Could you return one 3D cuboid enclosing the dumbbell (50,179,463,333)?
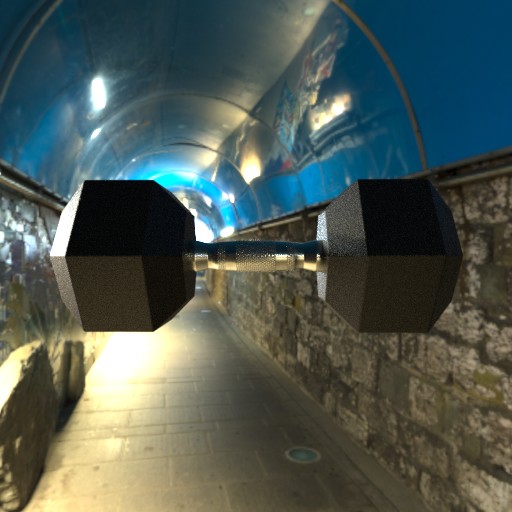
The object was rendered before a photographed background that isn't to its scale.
[{"bbox_3d":[0.000,0.000,0.434,0.361,0.137,0.157,0,0,1],"label":"dumbbell"}]
